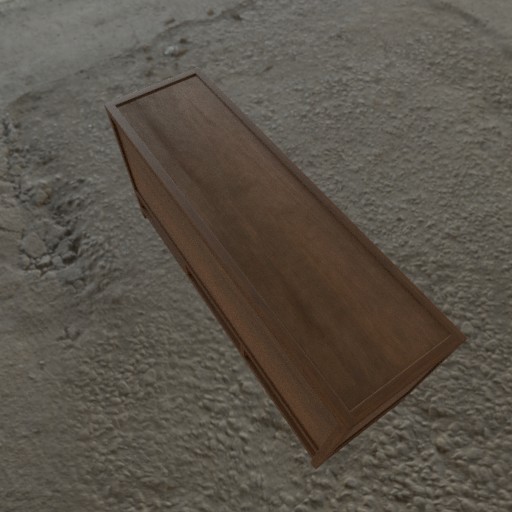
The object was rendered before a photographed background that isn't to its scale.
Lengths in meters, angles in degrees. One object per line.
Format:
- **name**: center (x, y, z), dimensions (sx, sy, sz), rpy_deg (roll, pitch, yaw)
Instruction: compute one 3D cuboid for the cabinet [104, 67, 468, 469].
- **cabinet**: center (0.000, 0.000, 2.066), dimensions (0.522, 0.820, 1.708), rpy_deg (-30, 62, -18)
